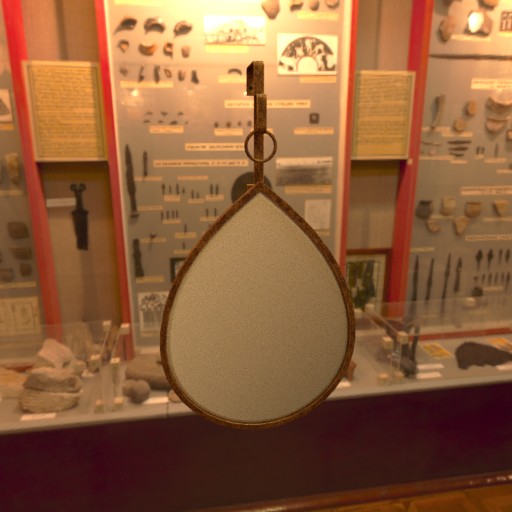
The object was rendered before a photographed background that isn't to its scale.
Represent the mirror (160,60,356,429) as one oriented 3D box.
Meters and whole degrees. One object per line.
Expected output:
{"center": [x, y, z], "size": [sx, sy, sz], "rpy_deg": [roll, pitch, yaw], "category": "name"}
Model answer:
{"center": [0.000, 0.000, 0.925], "size": [0.405, 0.744, 0.144], "rpy_deg": [-2, 16, -8], "category": "mirror"}
